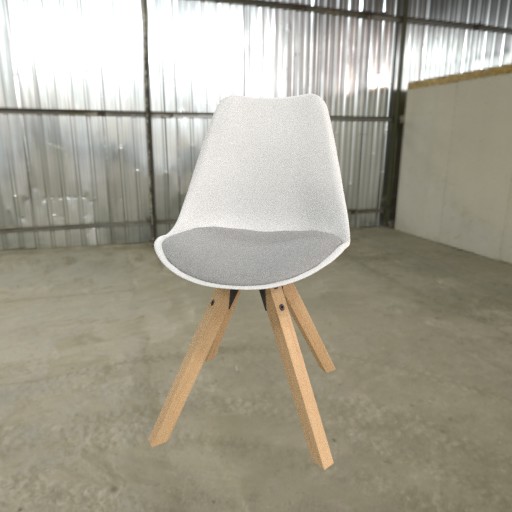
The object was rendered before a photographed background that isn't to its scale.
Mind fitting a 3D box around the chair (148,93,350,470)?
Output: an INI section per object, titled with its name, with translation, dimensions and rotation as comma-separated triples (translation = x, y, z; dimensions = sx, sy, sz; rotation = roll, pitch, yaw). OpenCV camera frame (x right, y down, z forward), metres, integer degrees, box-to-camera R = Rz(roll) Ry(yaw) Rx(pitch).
[chair]
translation = 0.000, 0.000, 1.178
dimensions = 0.485, 0.850, 0.550
rotation = 3, 16, 10
